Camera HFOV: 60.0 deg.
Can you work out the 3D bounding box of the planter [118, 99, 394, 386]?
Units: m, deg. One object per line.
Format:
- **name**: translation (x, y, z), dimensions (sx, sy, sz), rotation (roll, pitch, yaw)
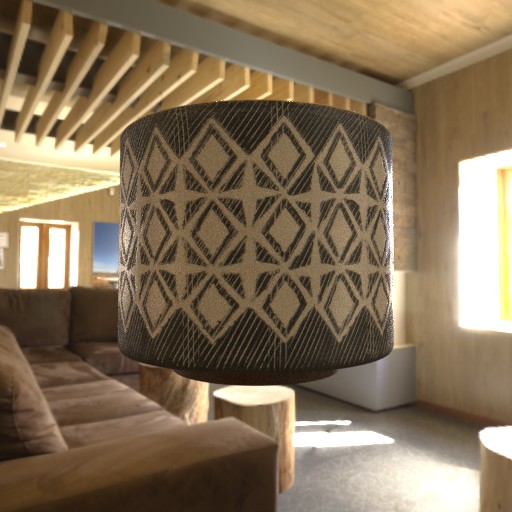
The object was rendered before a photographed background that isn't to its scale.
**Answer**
- **planter**: translation (0.000, 0.000, 0.214), dimensions (0.126, 0.104, 0.126), rotation (0, -2, 0)
